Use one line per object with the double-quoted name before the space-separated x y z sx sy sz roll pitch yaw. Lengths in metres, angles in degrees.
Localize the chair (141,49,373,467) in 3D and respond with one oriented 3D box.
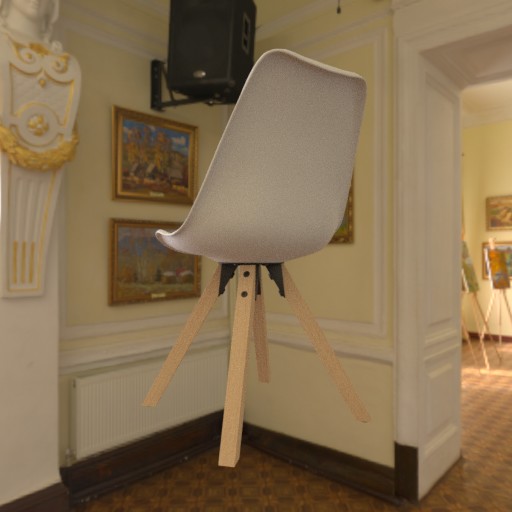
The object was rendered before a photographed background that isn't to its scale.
"chair" 0.000 0.000 1.179 0.485 0.850 0.550 0 0 -35
